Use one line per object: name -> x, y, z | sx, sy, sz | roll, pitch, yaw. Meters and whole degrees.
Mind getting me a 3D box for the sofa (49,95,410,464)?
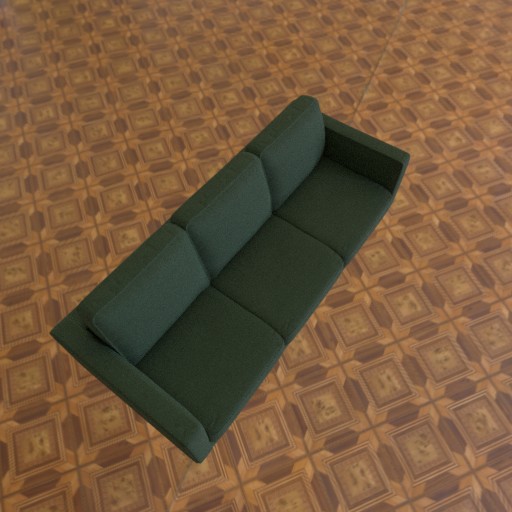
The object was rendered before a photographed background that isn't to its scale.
sofa -> 0.000, 0.000, 2.517 | 0.879, 0.899, 2.029 | 32, 63, 18
